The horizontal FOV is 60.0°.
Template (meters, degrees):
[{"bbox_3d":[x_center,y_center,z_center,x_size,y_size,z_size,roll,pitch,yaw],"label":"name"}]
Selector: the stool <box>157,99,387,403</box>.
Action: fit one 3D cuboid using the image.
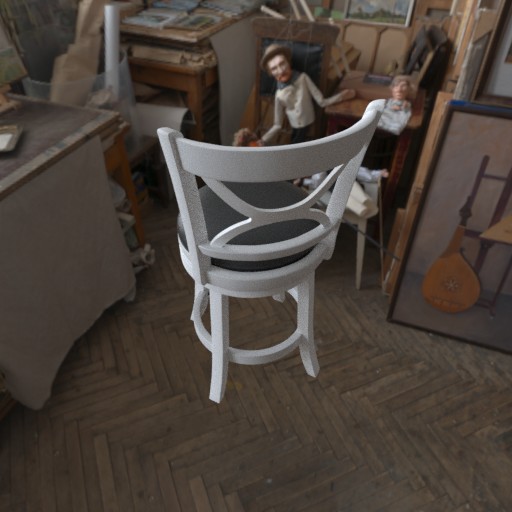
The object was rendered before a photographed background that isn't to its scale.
[{"bbox_3d":[0.000,0.000,1.235,0.444,0.953,0.508,-11,43,-12],"label":"stool"}]
